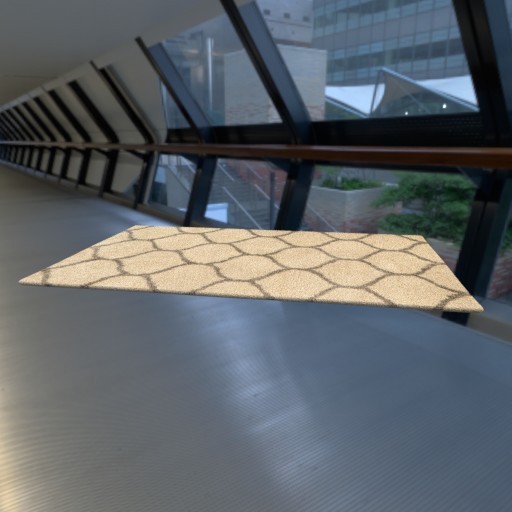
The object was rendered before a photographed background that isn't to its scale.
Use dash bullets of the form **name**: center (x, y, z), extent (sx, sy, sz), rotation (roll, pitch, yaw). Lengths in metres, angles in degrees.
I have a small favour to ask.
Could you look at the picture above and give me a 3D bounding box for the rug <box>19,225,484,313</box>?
- **rug**: center (0.000, 0.000, 2.901), extent (2.348, 0.024, 1.501), rotation (3, 16, 9)
